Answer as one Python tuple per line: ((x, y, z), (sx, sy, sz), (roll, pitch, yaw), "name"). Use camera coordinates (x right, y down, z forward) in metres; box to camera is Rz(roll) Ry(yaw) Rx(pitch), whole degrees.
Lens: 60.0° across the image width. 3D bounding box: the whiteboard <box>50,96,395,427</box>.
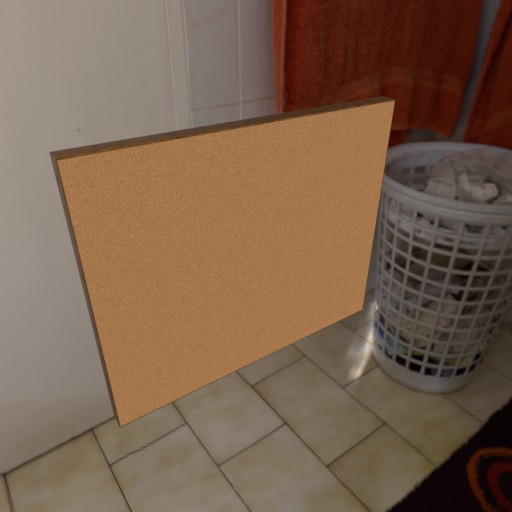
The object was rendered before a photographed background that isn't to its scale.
((0.000, 0.000, 0.758), (0.561, 0.457, 0.029), (-19, 36, -29), "whiteboard")
